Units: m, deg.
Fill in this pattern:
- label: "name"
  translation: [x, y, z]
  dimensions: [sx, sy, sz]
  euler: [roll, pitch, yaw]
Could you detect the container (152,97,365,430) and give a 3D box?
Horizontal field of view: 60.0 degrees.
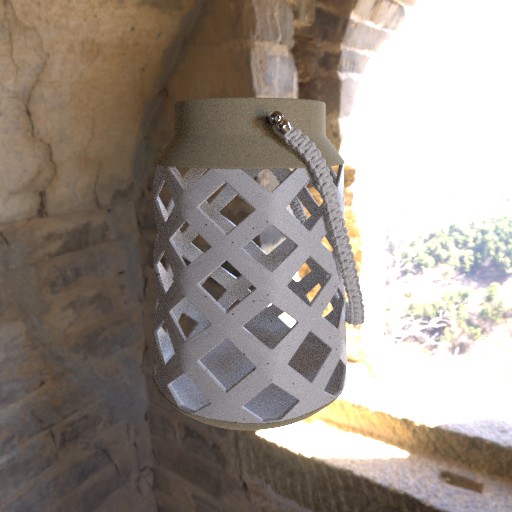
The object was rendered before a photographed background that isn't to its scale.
- label: "container"
  translation: [0.000, 0.000, 0.405]
  dimensions: [0.198, 0.264, 0.188]
  euler: [-3, 15, -10]
